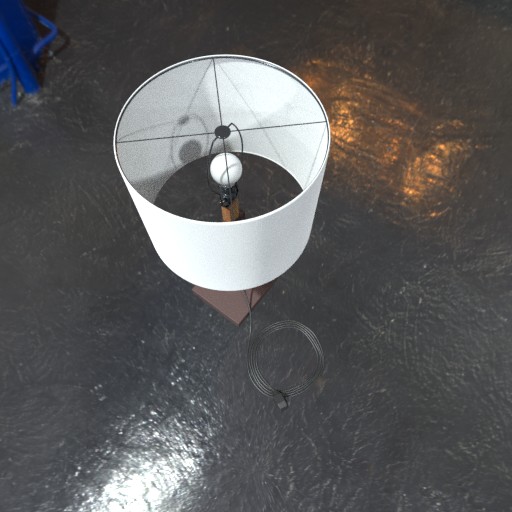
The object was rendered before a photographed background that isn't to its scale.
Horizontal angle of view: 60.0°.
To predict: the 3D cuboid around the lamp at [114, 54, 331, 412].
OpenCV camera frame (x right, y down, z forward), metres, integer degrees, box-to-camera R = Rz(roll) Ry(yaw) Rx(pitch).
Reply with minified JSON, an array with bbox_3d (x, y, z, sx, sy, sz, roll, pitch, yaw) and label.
[{"bbox_3d":[0.000,0.000,0.999,0.525,0.668,0.396,35,69,15],"label":"lamp"}]
